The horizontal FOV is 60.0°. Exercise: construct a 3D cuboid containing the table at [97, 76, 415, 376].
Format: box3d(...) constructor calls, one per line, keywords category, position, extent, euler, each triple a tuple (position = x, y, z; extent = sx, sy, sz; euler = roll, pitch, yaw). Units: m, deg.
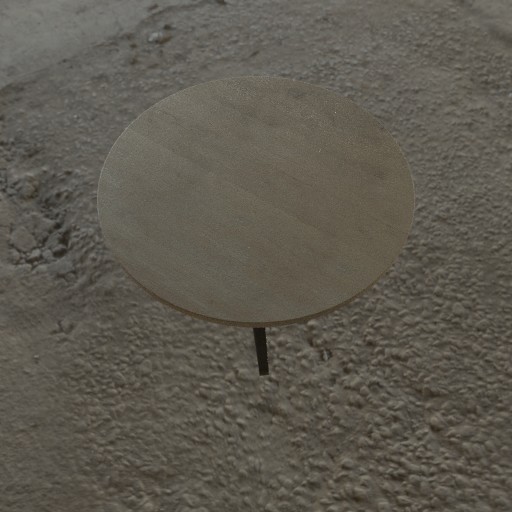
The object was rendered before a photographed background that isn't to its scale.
box3d(category="table", position=(0.000, 0.000, 1.467), extent=(0.800, 0.780, 0.800), euler=(0, 59, 0))
